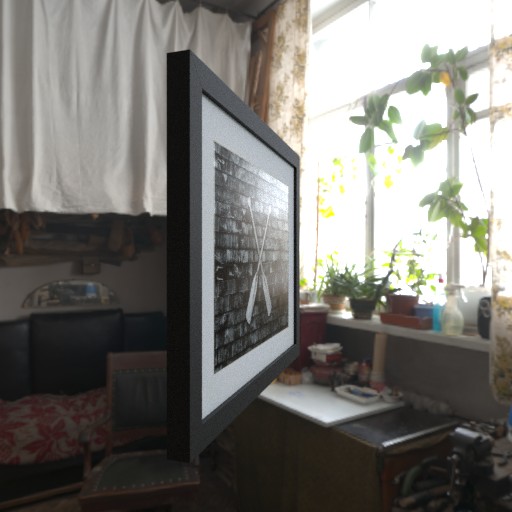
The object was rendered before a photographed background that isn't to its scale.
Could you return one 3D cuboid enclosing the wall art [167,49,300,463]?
[{"bbox_3d":[0.000,0.000,0.758,0.029,0.457,0.558,0,0,18],"label":"wall art"}]
